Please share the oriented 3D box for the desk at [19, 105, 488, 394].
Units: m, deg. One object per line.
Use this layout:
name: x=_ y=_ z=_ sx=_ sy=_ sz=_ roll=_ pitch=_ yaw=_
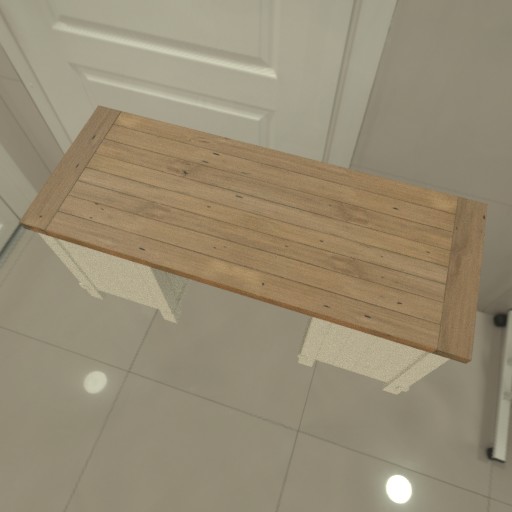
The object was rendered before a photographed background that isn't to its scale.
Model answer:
desk: x=0.000 y=0.000 z=2.160 sx=1.803 sy=0.760 sz=0.688 roll=16 pitch=64 yaw=8
